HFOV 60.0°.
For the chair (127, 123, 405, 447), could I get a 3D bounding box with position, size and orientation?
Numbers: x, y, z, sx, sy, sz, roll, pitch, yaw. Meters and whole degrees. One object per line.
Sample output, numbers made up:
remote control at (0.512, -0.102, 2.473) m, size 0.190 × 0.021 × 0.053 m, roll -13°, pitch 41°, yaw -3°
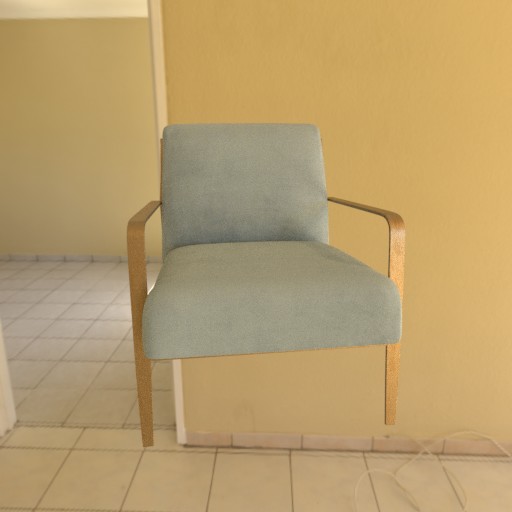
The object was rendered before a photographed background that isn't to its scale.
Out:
chair at (0.000, 0.000, 1.424) m, size 0.701 × 0.824 × 0.842 m, roll -2°, pitch 16°, yaw -7°
